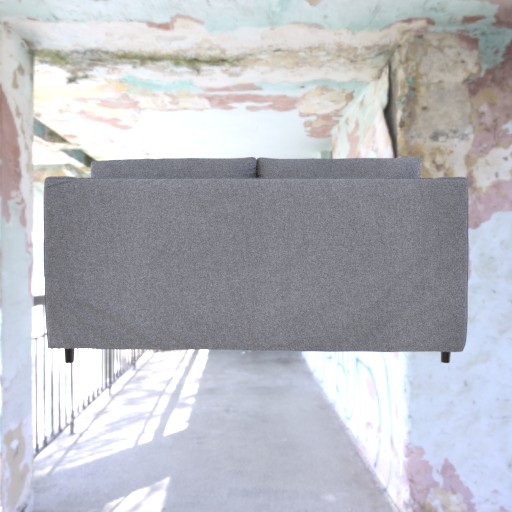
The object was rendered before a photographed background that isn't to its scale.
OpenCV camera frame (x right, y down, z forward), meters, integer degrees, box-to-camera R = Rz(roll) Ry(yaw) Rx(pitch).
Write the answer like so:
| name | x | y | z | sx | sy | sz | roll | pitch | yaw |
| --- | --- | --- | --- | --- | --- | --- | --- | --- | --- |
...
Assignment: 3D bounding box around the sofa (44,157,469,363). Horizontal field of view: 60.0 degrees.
| name | x | y | z | sx | sy | sz | roll | pitch | yaw |
| --- | --- | --- | --- | --- | --- | --- | --- | --- | --- |
| sofa | 0.000 | 0.000 | 2.581 | 2.010 | 1.018 | 1.072 | 0 | 0 | 0 |
